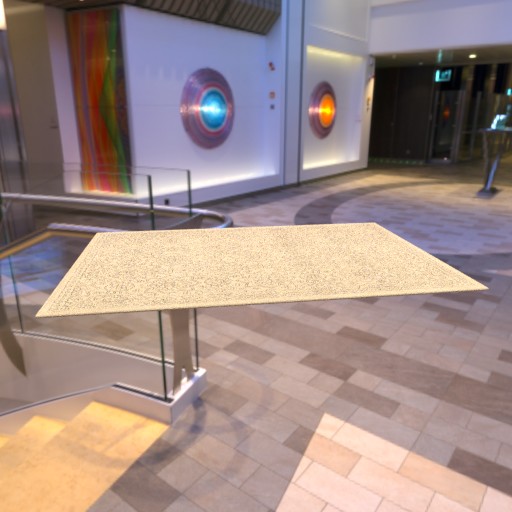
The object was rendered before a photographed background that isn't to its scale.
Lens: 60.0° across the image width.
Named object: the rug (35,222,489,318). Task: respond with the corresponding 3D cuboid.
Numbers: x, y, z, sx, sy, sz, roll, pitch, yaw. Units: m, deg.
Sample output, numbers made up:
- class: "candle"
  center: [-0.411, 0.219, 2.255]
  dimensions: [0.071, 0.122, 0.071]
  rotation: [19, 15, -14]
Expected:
- class: "rug"
  center: [0.000, 0.000, 2.329]
  dimensions: [1.829, 0.010, 1.219]
  rotation: [-3, 18, -8]
